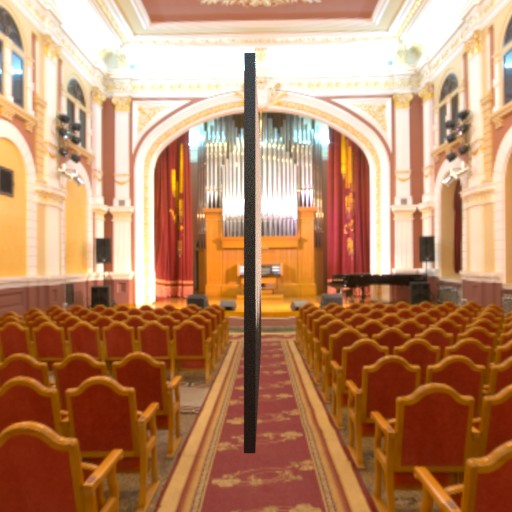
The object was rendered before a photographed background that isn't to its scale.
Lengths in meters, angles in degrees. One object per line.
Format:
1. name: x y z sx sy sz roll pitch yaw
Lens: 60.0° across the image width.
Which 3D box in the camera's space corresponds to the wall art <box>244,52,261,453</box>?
1. wall art: 0.000 0.000 1.209 0.019 0.660 0.957 0 -1 1
